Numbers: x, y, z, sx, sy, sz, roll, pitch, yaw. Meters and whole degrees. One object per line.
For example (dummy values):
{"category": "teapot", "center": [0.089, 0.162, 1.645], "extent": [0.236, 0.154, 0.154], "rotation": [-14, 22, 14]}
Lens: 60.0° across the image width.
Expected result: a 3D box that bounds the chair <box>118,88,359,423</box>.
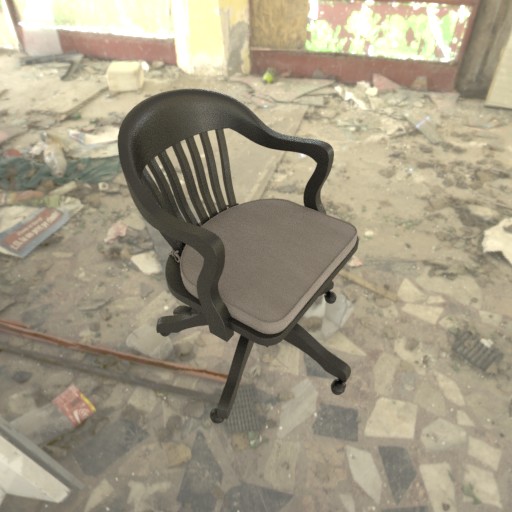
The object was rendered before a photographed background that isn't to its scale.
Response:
{"category": "chair", "center": [0.000, 0.000, 1.455], "extent": [0.788, 0.878, 0.750], "rotation": [25, 48, 26]}
